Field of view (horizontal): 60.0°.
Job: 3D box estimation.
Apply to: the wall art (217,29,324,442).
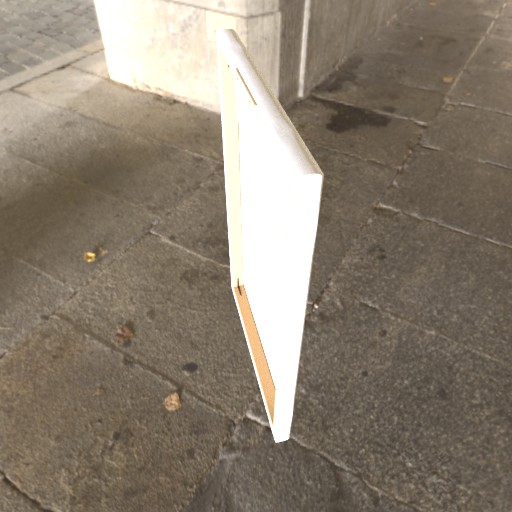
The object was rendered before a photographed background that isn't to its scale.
[{"bbox_3d":[0.000,0.000,1.138,0.048,0.902,0.602,-10,46,-10],"label":"wall art"}]
